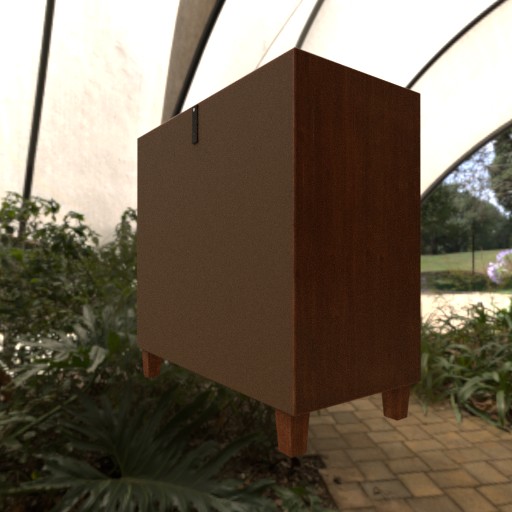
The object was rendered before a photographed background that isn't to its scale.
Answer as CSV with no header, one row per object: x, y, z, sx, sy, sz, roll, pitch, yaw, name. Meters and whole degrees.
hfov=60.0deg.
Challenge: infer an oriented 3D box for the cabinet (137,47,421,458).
0.000,0.000,1.270,0.412,0.785,0.796,0,0,-36,cabinet
